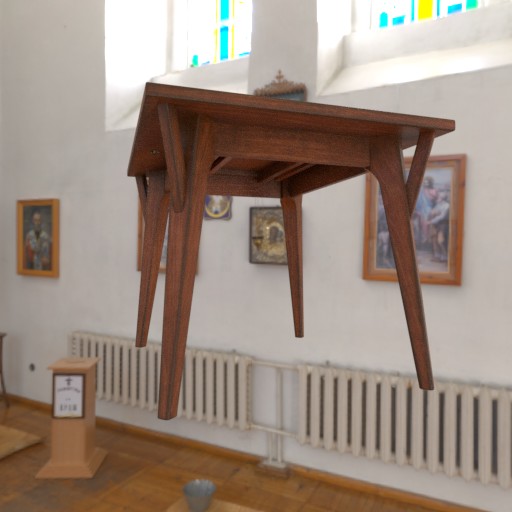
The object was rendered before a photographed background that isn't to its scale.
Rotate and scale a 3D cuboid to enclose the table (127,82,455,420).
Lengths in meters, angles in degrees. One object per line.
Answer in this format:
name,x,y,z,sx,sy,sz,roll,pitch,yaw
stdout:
table,0.000,0.000,1.566,0.838,0.761,0.991,0,-1,-18
